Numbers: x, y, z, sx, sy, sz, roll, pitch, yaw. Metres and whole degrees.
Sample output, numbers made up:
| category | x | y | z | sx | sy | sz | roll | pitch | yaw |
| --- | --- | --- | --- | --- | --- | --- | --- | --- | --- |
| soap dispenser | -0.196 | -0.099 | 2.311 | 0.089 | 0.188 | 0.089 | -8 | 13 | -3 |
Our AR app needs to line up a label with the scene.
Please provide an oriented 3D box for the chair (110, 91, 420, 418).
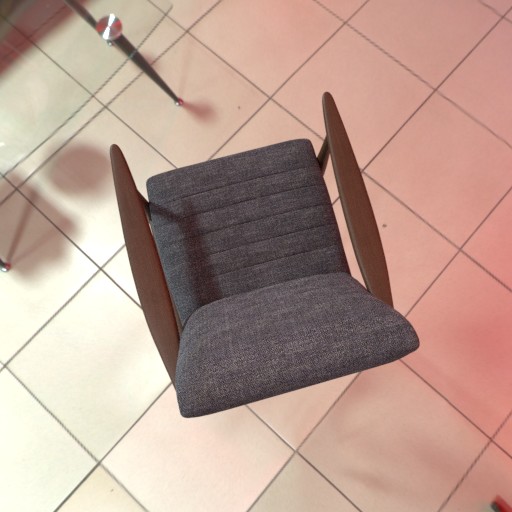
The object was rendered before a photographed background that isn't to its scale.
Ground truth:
| category | x | y | z | sx | sy | sz | roll | pitch | yaw |
| --- | --- | --- | --- | --- | --- | --- | --- | --- | --- |
| chair | 0.000 | 0.000 | 1.431 | 0.741 | 0.832 | 0.798 | -15 | 77 | -3 |
